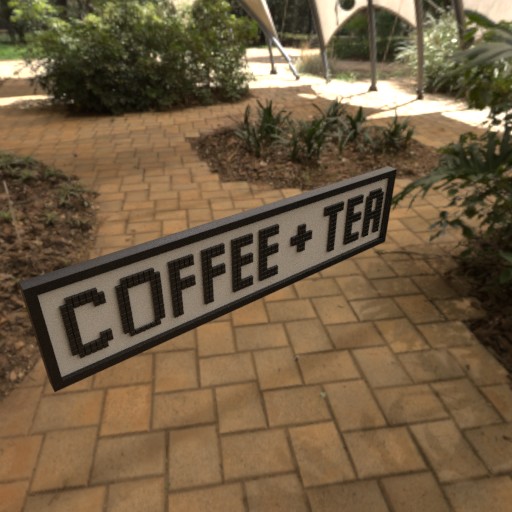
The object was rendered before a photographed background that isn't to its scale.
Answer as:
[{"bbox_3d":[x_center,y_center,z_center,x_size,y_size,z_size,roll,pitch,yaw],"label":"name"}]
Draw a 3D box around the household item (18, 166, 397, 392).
[{"bbox_3d":[0.000,0.000,1.068,1.001,0.236,0.030,-21,36,-32],"label":"household item"}]
